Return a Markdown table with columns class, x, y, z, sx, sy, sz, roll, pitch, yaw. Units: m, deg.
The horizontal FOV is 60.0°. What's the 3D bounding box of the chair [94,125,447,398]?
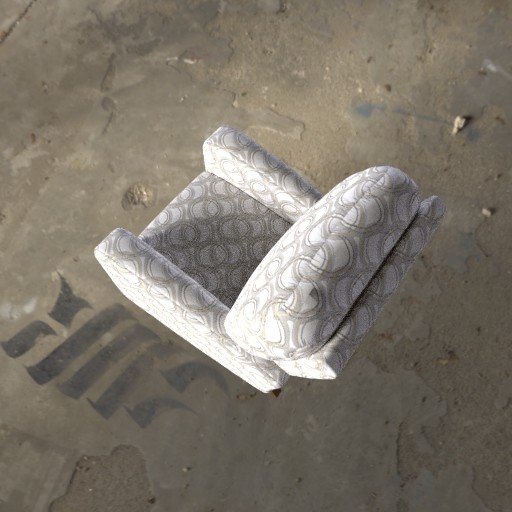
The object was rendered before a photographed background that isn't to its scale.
| class | x | y | z | sx | sy | sz | roll | pitch | yaw |
| --- | --- | --- | --- | --- | --- | --- | --- | --- | --- |
| chair | 0.000 | 0.000 | 1.752 | 0.995 | 1.065 | 0.796 | 34 | 69 | 15 |
